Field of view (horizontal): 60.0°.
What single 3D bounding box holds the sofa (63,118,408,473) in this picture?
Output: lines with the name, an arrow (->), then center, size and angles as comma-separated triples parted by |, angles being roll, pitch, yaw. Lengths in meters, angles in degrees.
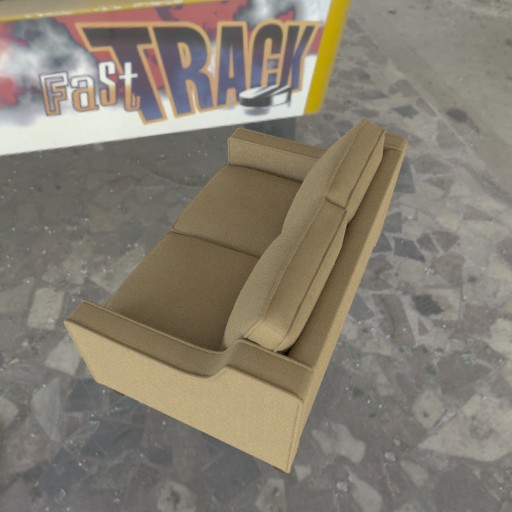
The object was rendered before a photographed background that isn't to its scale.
sofa -> 0.000, 0.000, 2.127 | 0.987, 0.971, 1.501 | 19, 50, 16
